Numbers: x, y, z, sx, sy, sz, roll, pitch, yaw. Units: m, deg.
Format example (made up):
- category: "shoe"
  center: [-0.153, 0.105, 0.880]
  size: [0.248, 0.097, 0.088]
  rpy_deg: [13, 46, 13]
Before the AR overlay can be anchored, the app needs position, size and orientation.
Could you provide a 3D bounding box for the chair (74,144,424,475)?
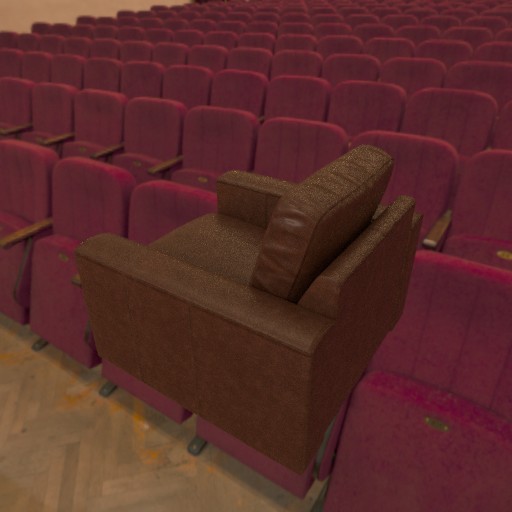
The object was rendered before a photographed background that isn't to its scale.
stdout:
- category: "chair"
  center: [0.000, 0.000, 1.787]
  size: [1.016, 0.873, 1.005]
  rpy_deg: [19, 36, 29]
